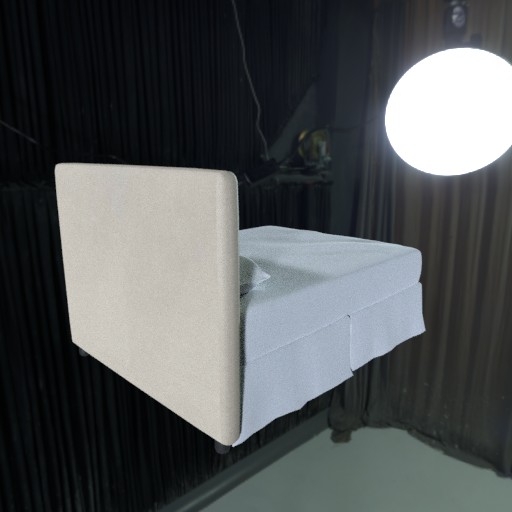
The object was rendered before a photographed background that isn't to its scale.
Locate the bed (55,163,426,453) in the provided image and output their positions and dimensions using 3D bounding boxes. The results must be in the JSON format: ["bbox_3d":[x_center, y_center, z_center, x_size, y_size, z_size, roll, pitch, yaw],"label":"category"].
[{"bbox_3d":[0.000,0.000,3.189,1.723,1.330,2.142,13,18,43],"label":"bed"}]
